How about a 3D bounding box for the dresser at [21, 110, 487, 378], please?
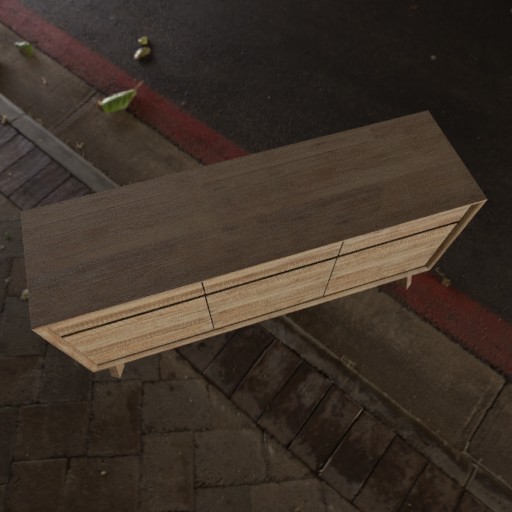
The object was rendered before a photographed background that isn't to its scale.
[{"bbox_3d":[0.000,0.000,1.930,1.602,0.788,0.455,-16,64,-8],"label":"dresser"}]
